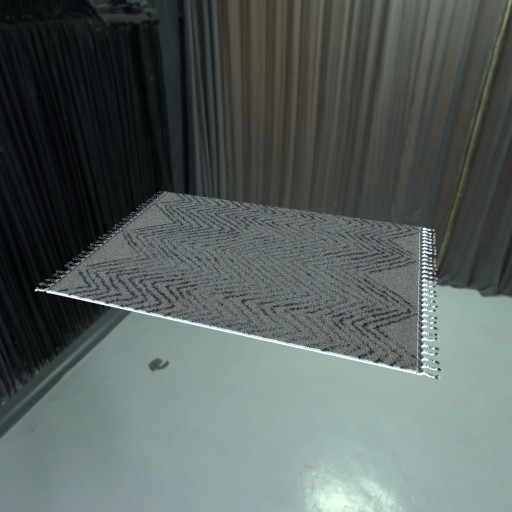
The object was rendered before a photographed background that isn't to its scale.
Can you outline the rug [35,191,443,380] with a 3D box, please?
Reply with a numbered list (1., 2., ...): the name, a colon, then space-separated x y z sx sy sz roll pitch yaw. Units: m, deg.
1. rug: 0.000 0.000 2.364 1.847 0.014 1.230 10 33 15
